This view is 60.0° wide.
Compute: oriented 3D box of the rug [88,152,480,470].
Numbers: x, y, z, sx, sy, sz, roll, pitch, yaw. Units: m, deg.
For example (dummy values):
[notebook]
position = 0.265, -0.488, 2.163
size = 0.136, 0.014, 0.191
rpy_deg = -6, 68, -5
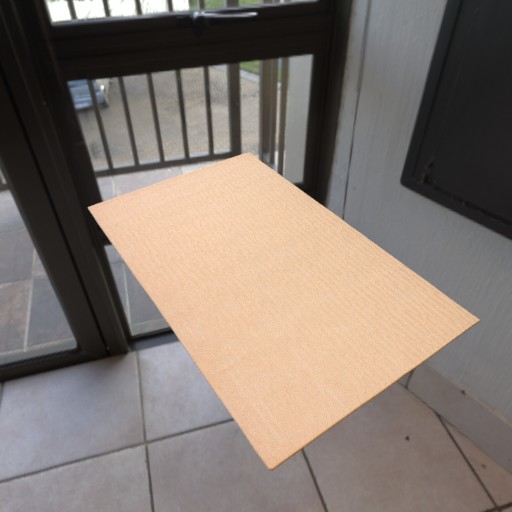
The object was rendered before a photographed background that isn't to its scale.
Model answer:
[rug]
position = 0.000, 0.000, 3.031
size = 1.531, 0.014, 2.441
rpy_deg = -25, 48, -25
